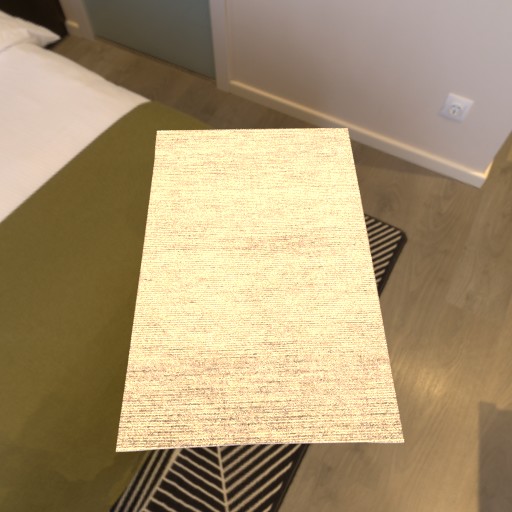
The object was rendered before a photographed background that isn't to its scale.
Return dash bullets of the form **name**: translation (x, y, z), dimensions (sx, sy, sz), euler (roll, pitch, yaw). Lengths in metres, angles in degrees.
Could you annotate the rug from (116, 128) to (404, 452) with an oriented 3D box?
- **rug**: translation (0.000, 0.000, 2.206), dimensions (1.149, 0.021, 1.773), euler (-1, 59, -1)
